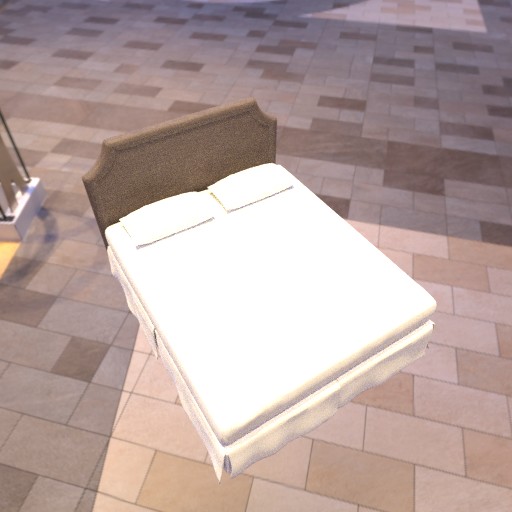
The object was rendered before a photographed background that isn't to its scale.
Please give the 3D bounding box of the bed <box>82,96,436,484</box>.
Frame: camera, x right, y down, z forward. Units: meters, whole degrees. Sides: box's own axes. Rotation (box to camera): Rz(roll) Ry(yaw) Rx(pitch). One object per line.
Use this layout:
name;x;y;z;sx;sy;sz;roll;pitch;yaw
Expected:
bed;0.000;0.000;4.155;2.350;1.590;2.773;-24;51;-22
